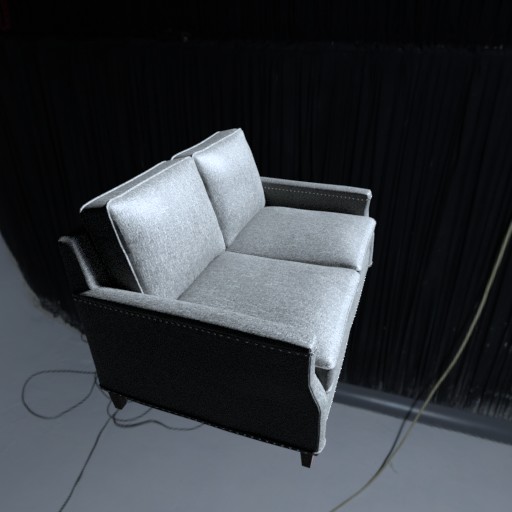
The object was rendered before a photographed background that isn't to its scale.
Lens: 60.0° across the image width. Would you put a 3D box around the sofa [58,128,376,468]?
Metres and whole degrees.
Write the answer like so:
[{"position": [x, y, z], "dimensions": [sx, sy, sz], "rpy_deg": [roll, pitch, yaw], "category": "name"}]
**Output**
[{"position": [0.000, 0.000, 2.289], "dimensions": [1.084, 1.003, 1.597], "rpy_deg": [10, 30, 17], "category": "sofa"}]
